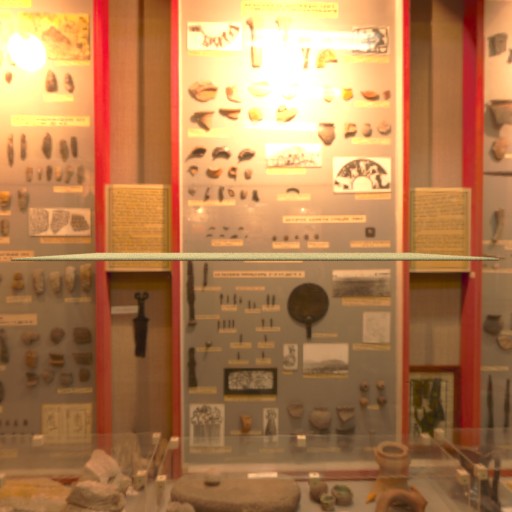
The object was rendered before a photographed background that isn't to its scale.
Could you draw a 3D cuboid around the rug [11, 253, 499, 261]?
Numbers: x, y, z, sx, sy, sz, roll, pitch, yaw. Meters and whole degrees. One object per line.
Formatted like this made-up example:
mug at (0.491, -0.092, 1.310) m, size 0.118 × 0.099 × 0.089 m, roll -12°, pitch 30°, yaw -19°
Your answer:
rug at (0.000, 0.000, 1.403) m, size 1.219 × 0.007 × 0.604 m, roll 0°, pitch 2°, yaw -1°
